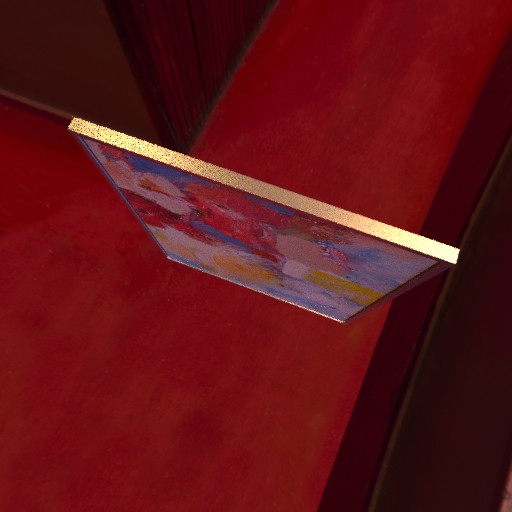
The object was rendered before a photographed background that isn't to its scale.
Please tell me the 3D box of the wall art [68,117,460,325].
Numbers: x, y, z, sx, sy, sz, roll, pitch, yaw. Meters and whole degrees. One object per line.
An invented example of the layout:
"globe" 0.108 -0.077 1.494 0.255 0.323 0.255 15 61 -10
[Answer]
"wall art" 0.000 0.000 1.382 0.816 1.046 0.030 20 76 5
